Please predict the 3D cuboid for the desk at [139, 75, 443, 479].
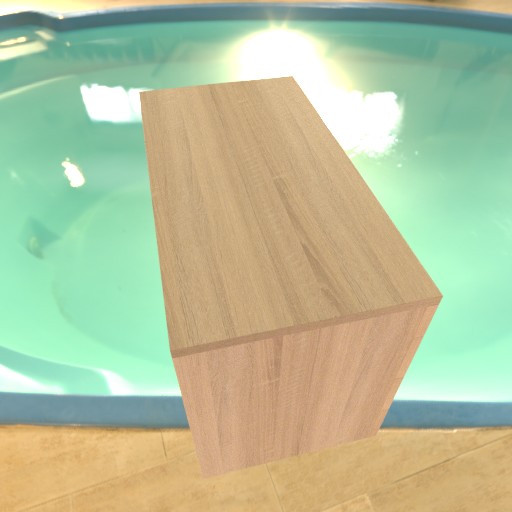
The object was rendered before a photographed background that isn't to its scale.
[{"bbox_3d":[0.000,0.000,1.526,0.600,0.731,1.100,-10,47,-9],"label":"desk"}]
